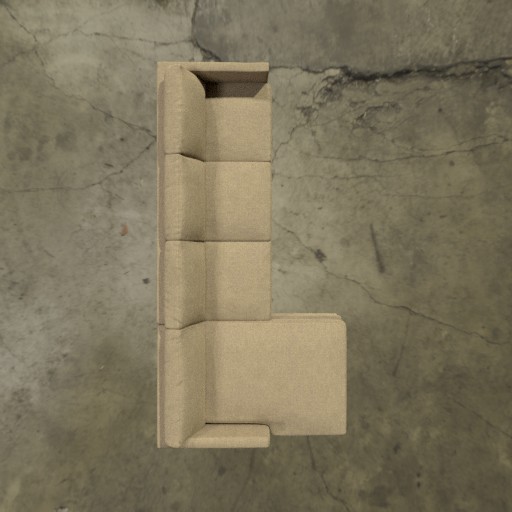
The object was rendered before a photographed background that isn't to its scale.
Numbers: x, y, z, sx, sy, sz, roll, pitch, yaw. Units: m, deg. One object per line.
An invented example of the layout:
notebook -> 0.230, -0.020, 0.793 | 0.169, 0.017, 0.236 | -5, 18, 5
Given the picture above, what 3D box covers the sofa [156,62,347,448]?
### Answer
sofa -> 0.000, 0.000, 3.903 | 1.638, 0.920, 3.198 | 0, 90, -1
